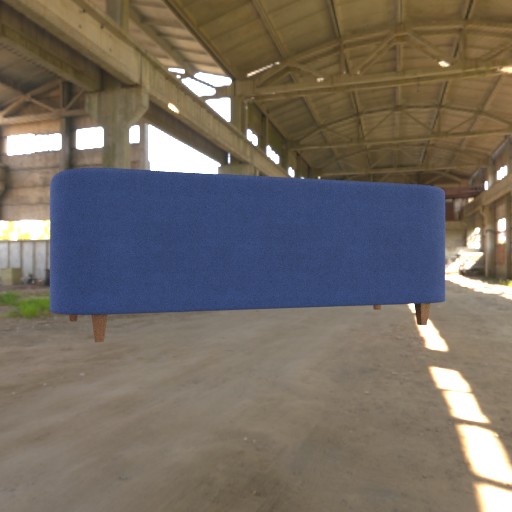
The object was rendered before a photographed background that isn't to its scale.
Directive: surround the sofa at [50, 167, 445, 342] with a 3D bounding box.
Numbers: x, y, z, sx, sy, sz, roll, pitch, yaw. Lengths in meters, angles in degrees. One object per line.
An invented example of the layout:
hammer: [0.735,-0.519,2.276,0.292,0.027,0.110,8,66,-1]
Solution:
sofa: [0.000,0.000,2.623,2.235,0.787,0.914,0,0,-16]
